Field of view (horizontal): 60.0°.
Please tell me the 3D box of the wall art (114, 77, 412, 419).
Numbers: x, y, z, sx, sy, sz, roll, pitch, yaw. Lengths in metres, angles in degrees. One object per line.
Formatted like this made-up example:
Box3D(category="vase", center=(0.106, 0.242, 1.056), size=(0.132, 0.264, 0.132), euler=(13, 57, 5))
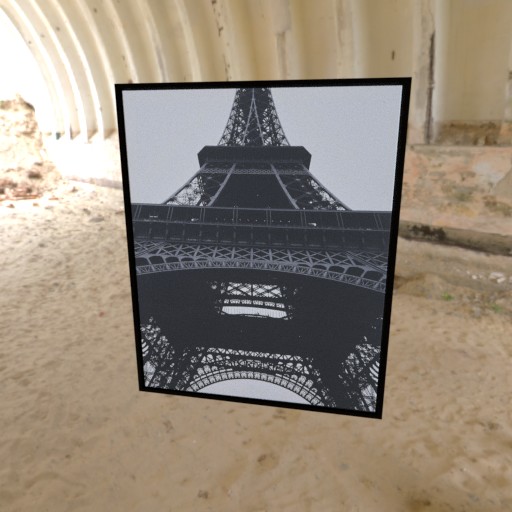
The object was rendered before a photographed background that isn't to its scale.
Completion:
Box3D(category="wall art", center=(0.000, 0.000, 0.752), size=(0.451, 0.553, 0.039), euler=(3, 16, 11))
